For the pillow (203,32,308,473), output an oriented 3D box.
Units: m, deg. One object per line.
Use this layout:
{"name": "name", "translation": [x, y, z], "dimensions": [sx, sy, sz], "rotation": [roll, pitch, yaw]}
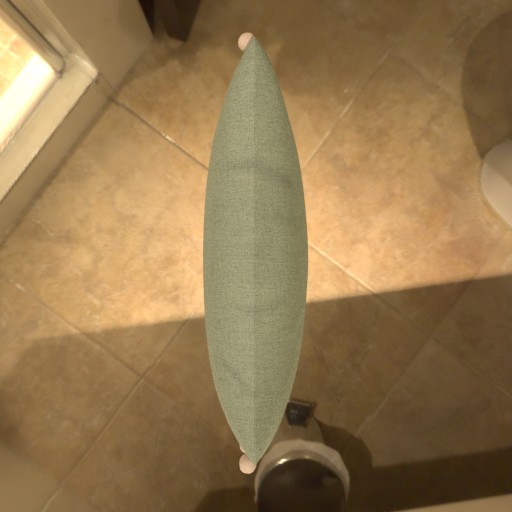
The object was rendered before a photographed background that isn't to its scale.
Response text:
{"name": "pillow", "translation": [0.000, 0.000, 0.827], "dimensions": [0.201, 0.322, 0.709], "rotation": [0, 90, -1]}
